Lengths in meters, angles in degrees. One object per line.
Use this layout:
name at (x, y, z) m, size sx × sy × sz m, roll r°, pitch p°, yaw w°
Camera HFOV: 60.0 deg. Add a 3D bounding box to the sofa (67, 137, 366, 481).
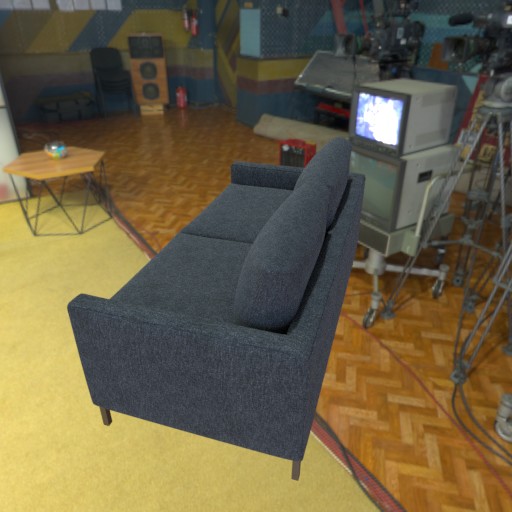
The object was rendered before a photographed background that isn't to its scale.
sofa at (0.000, 0.000, 2.188) m, size 0.866 × 0.862 × 1.716 m, roll 9°, pitch 31°, yaw 15°
